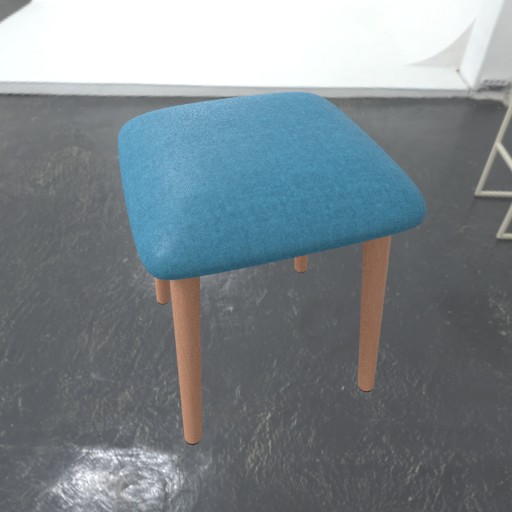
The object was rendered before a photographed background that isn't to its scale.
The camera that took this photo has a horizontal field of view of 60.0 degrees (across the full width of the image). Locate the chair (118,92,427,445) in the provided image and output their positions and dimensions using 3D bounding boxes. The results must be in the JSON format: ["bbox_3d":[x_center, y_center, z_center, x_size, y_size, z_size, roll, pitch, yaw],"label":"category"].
[{"bbox_3d":[0.000,0.000,0.727,0.360,0.450,0.360,-12,44,-13],"label":"chair"}]
